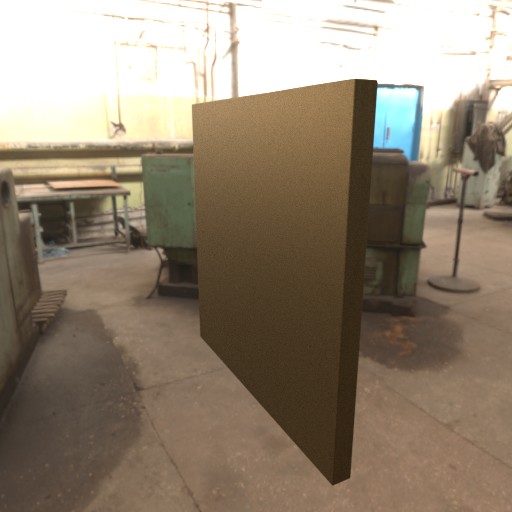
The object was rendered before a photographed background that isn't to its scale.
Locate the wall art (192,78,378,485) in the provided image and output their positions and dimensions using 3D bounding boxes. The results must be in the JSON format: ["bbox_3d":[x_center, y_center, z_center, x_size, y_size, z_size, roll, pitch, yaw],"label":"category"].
[{"bbox_3d":[0.000,0.000,0.742,0.031,0.506,0.503,-8,17,-26],"label":"wall art"}]
